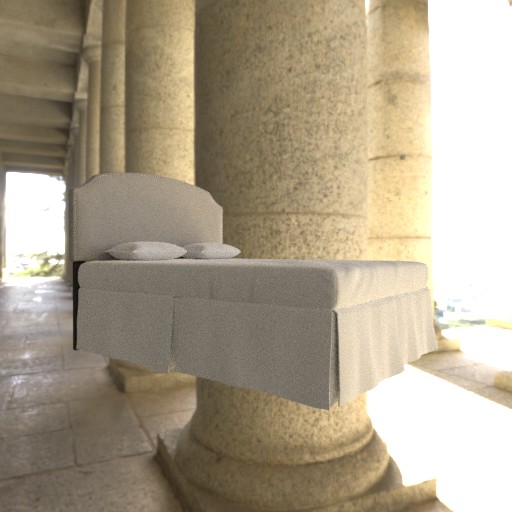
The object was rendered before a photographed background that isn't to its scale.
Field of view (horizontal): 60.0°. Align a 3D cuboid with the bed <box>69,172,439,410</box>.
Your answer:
[{"bbox_3d":[0.000,0.000,2.991,1.999,1.270,1.558,0,1,36],"label":"bed"}]
